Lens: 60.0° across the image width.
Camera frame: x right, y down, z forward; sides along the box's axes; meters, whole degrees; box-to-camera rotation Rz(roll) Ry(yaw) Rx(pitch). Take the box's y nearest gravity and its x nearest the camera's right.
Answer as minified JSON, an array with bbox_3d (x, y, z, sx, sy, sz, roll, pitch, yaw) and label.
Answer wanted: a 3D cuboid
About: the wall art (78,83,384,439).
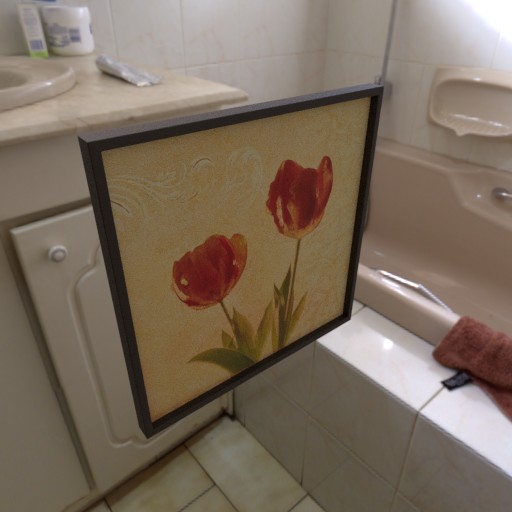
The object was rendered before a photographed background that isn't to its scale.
[{"bbox_3d":[0.000,0.000,0.527,0.349,0.349,0.038,-22,38,-32],"label":"wall art"}]
